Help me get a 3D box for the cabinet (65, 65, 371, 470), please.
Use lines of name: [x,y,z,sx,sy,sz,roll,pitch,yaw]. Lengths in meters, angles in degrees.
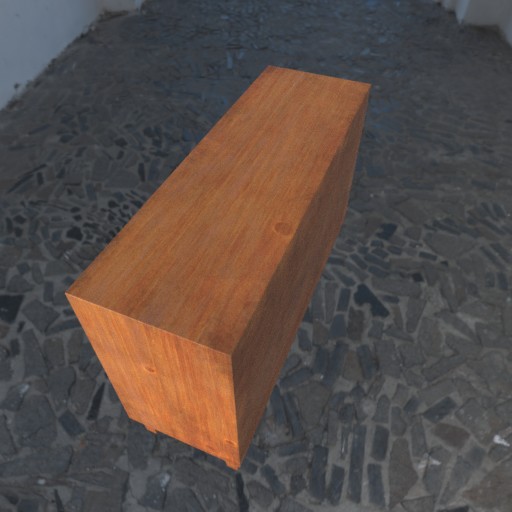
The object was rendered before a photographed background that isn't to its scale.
cabinet: [0.000,0.000,1.584,0.403,0.805,1.204,17,50,15]
